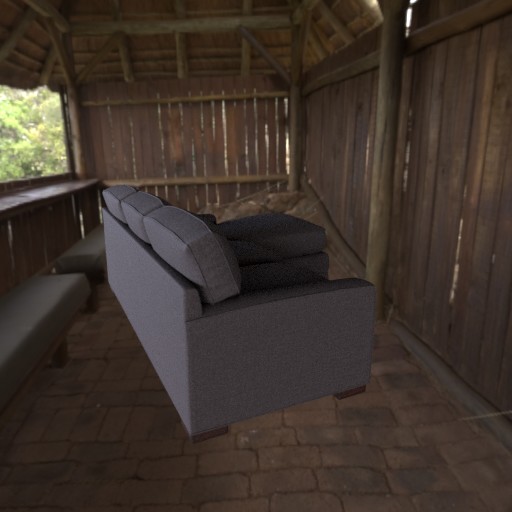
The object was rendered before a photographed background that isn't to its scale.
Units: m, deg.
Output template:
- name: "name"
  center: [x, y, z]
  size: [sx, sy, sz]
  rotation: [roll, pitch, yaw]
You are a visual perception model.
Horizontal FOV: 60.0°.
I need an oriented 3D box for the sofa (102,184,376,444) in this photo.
- name: "sofa"
  center: [0.000, 0.000, 3.210]
  size: [1.790, 0.973, 2.370]
  rotation: [-7, 17, -25]
